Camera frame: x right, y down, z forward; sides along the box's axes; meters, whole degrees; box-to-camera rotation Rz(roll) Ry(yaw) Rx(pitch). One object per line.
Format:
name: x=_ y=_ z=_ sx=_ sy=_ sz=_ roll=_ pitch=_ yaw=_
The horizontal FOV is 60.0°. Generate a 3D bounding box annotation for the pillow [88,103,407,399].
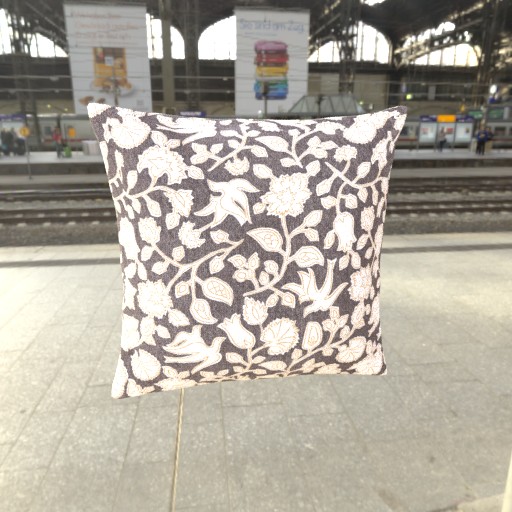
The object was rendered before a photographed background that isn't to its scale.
pillow: x=0.000 y=0.000 z=0.779 sx=0.526 sy=0.507 sz=0.166 roll=-2 pitch=15 yaw=-9
